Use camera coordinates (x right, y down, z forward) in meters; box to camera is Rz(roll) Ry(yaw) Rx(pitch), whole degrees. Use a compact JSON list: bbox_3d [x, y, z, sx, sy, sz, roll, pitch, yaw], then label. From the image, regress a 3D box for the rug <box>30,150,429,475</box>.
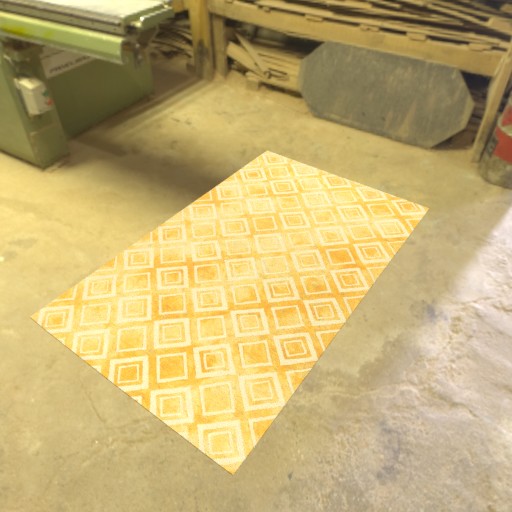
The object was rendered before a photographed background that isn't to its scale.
[{"bbox_3d":[0.000,0.000,2.976,1.511,0.010,2.424,26,48,26],"label":"rug"}]
